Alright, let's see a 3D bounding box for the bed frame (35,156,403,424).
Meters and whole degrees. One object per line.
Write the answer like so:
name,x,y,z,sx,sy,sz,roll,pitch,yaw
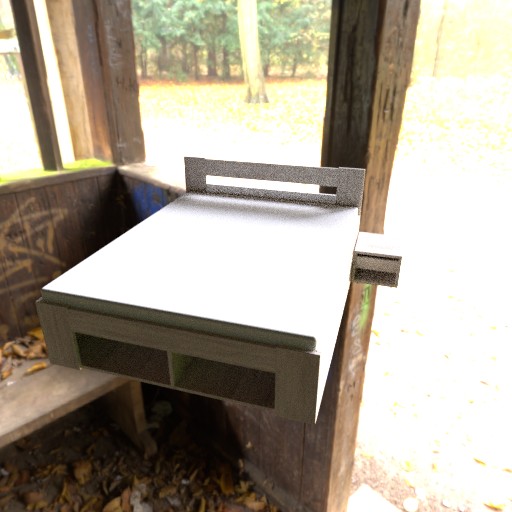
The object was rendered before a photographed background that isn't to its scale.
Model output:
bed frame,0.000,0.000,3.185,2.040,0.860,2.050,8,26,16
